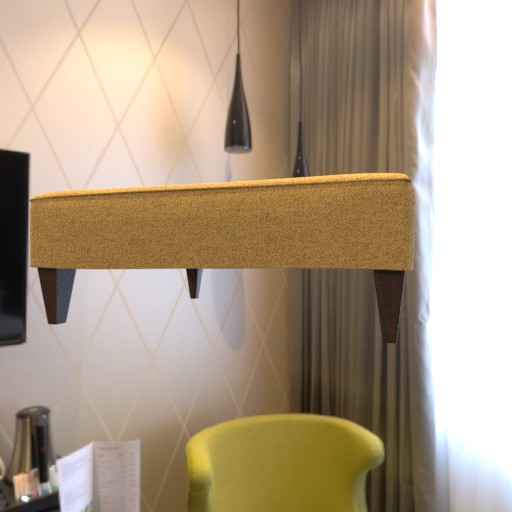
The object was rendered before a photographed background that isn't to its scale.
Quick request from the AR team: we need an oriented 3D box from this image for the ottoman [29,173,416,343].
[{"bbox_3d":[0.000,0.000,1.484,0.981,0.378,0.970,0,-1,18],"label":"ottoman"}]
